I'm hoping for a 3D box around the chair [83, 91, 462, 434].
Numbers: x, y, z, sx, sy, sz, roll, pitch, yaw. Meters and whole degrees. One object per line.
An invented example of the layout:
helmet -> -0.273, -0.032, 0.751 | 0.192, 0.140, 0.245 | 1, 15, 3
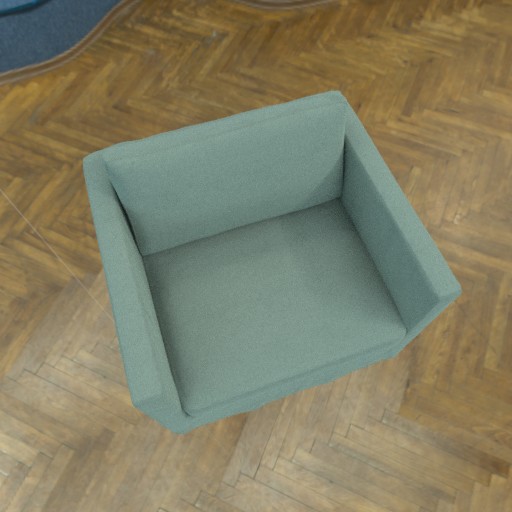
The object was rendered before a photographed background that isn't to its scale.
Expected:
chair -> 0.000, 0.000, 1.701 | 1.057, 0.863, 0.949 | -17, 64, -9
